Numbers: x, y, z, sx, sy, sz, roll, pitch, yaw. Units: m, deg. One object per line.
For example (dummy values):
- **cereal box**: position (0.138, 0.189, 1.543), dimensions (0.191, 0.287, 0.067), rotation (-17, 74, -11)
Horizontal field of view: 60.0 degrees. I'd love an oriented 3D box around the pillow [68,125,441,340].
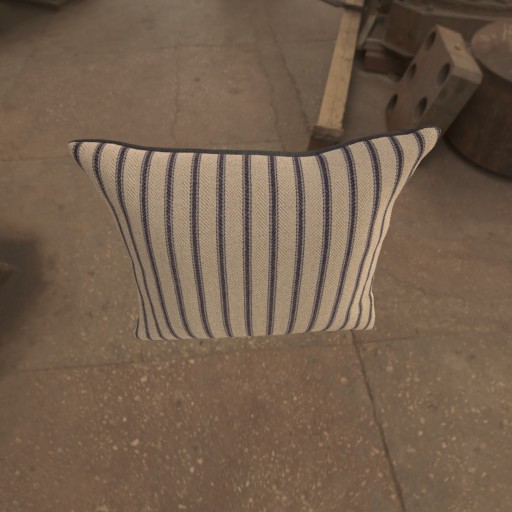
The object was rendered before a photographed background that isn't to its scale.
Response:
- **pillow**: position (0.000, 0.000, 0.706), dimensions (0.468, 0.444, 0.138), rotation (-2, 48, -2)
